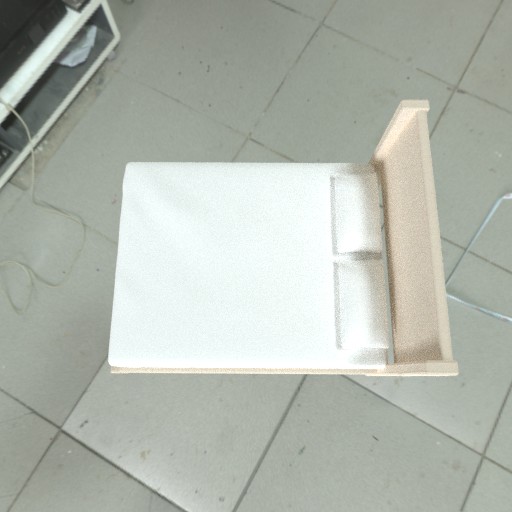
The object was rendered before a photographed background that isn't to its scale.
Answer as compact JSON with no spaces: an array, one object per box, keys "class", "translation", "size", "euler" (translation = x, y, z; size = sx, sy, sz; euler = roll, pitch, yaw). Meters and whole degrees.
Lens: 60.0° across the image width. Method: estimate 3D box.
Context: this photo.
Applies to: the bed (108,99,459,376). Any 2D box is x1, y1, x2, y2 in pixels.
[{"class":"bed","translation":[0.000,0.000,3.420],"size":[2.293,1.471,1.778],"euler":[0,75,0]}]
